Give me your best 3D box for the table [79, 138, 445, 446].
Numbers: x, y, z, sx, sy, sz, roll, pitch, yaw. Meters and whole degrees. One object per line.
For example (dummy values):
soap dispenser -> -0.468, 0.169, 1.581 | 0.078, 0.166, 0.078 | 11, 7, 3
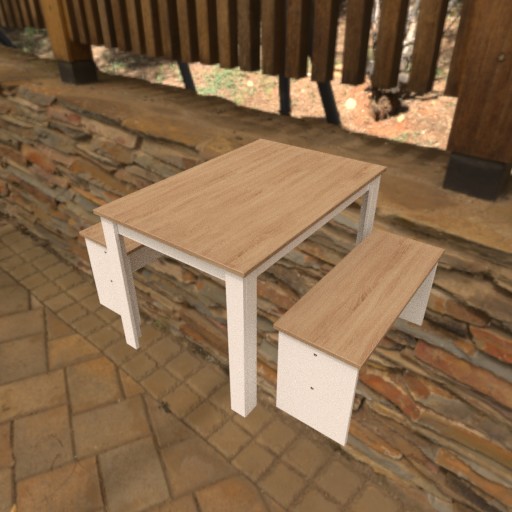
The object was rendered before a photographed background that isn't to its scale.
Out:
table -> 0.000, 0.000, 2.071 | 1.443, 0.700, 1.100 | 21, 38, 30
